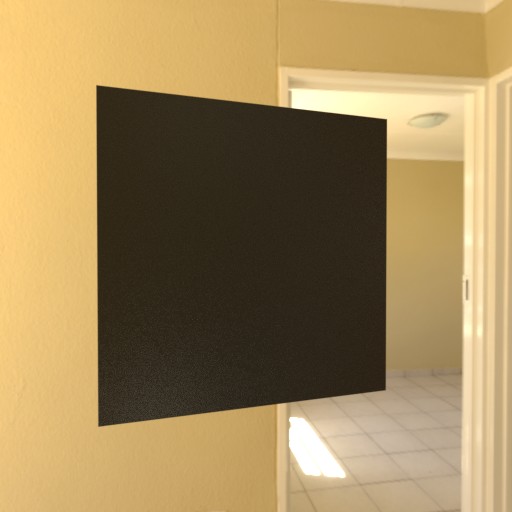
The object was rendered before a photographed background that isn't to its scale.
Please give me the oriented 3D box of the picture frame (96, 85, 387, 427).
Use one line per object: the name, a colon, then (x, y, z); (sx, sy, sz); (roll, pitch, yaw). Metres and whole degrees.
picture frame: (0.000, 0.000, 0.829); (0.559, 0.557, 0.029); (0, 1, -20)
